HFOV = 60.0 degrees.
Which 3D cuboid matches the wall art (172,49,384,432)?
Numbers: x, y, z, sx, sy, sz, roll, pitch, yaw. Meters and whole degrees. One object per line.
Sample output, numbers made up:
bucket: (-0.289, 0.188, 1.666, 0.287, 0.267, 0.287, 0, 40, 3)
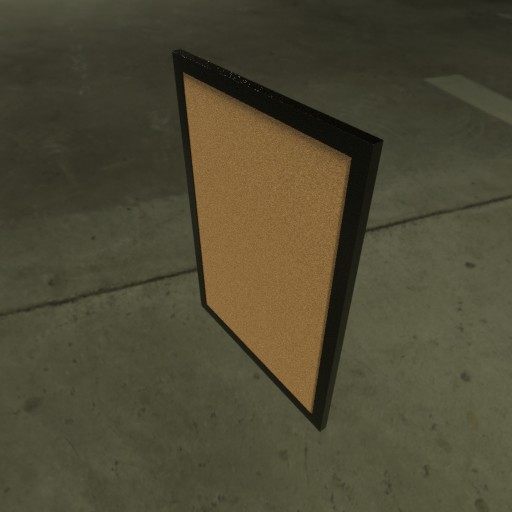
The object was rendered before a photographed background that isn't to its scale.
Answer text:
wall art: (0.000, 0.000, 0.569, 0.013, 0.432, 0.304, -27, 47, -28)
